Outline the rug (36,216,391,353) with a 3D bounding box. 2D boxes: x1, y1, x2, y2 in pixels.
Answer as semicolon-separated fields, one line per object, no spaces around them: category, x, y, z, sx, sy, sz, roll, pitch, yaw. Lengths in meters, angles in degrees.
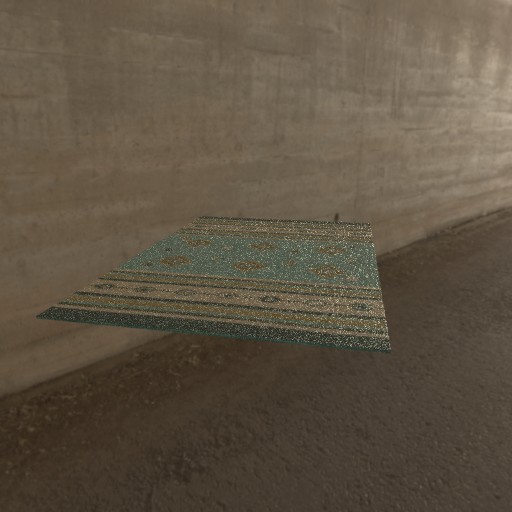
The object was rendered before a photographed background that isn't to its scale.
rug;0.000;0.000;2.301;1.212;0.010;1.811;3;17;11
